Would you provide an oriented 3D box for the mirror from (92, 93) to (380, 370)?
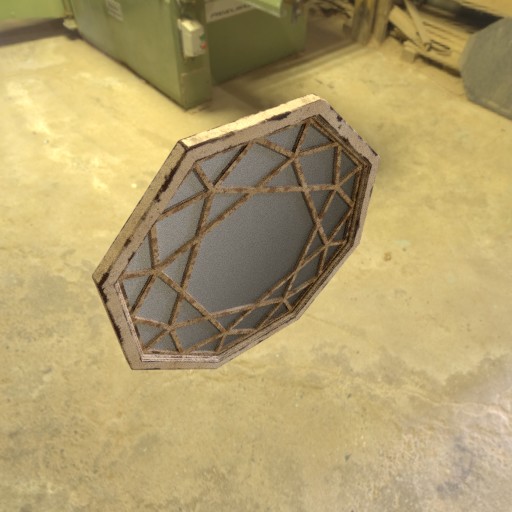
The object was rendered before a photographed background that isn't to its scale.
[{"bbox_3d":[0.000,0.000,0.954,0.648,0.648,0.031,-27,52,-23],"label":"mirror"}]
